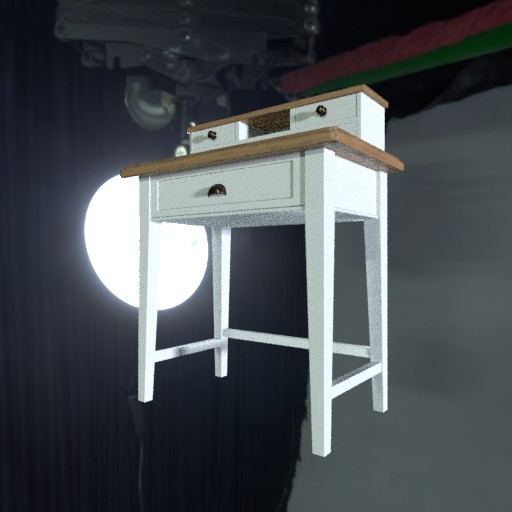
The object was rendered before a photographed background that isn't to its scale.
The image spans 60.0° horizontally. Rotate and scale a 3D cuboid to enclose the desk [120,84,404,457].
[{"bbox_3d":[0.000,0.000,1.449,0.814,0.981,0.462,0,0,37],"label":"desk"}]
